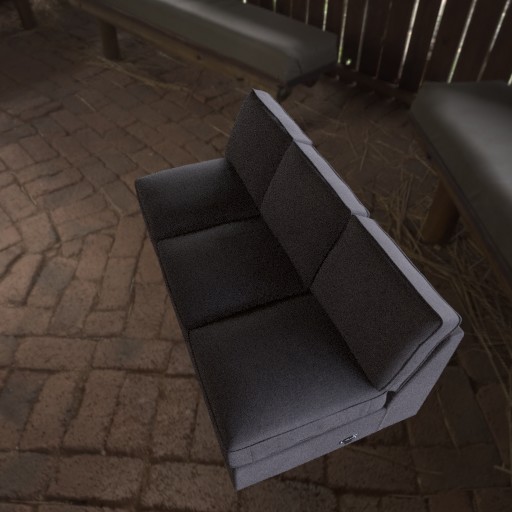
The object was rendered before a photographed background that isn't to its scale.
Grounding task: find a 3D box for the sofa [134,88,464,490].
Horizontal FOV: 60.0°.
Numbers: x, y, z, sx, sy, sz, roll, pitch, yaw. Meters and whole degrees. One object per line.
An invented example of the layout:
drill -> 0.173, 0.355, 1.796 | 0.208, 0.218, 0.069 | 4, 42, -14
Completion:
sofa -> 0.000, 0.000, 2.456 | 1.027, 0.973, 1.962 | -16, 48, -15
